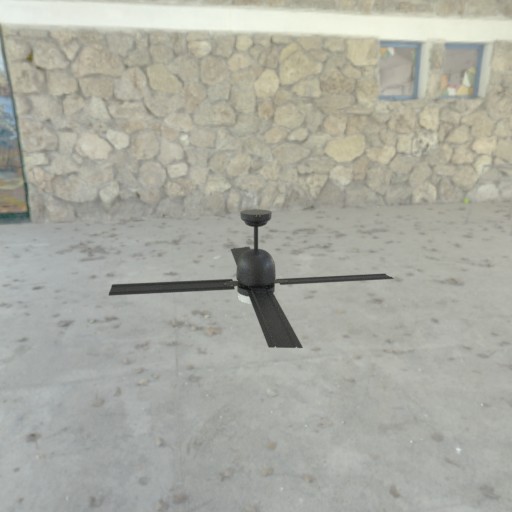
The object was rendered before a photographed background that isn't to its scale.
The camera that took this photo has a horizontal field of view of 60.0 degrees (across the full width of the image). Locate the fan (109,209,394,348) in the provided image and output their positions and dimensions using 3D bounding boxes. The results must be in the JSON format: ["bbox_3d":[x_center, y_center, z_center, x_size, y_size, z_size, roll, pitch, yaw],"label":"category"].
[{"bbox_3d":[0.000,0.000,2.042,1.319,0.410,1.319,-3,16,-10],"label":"fan"}]
